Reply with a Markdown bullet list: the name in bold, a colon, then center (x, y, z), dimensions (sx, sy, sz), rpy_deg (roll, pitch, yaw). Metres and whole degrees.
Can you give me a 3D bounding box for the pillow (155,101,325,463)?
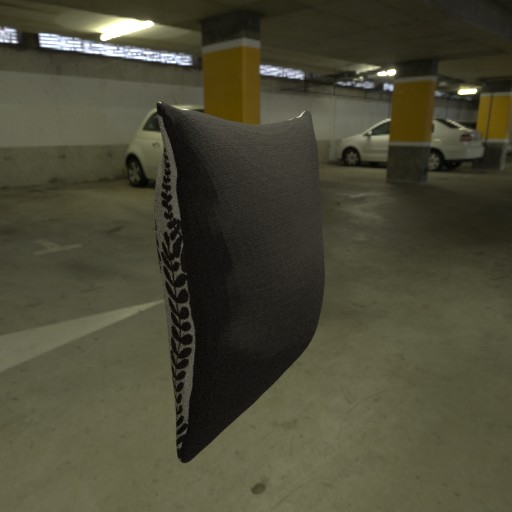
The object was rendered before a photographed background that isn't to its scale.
- **pillow**: center (0.000, 0.000, 0.681), dimensions (0.182, 0.441, 0.440), rpy_deg (8, 17, 26)
